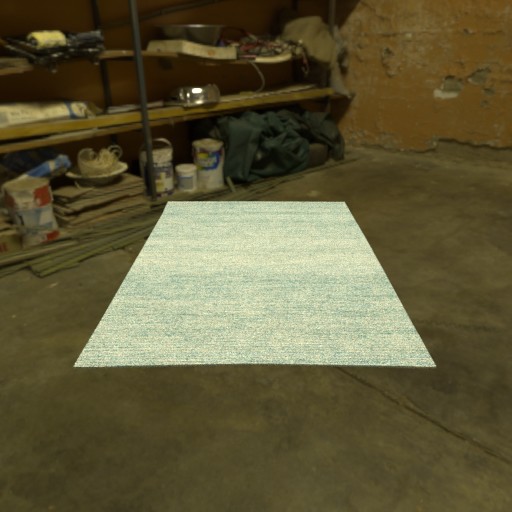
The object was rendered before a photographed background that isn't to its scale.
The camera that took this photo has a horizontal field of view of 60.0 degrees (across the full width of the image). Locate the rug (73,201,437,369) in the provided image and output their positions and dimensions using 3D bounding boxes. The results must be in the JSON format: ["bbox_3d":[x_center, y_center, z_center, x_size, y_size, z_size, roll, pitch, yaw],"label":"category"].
[{"bbox_3d":[0.000,0.000,2.993,1.613,0.030,2.306,0,25,0],"label":"rug"}]
